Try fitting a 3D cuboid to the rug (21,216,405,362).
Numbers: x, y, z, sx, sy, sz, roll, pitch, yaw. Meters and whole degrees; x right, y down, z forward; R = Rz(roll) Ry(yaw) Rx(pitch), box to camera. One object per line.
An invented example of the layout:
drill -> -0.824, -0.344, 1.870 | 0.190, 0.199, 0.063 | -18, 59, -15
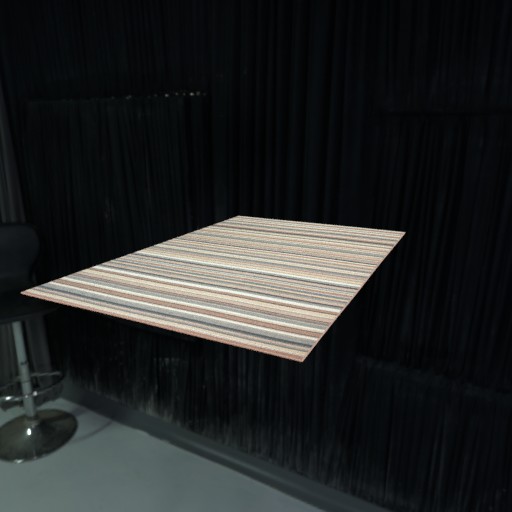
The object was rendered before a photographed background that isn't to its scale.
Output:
rug -> 0.000, 0.000, 2.314 | 1.219, 0.008, 1.829 | 8, 18, 26
